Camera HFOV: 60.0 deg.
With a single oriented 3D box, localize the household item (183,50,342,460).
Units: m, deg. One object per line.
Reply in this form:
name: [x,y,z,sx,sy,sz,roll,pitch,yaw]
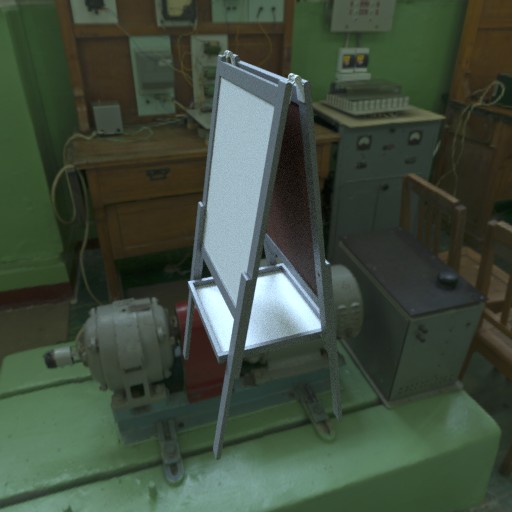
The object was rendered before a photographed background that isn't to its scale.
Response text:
household item: [0.000,0.000,1.443,0.469,1.172,0.531,-10,32,-17]
